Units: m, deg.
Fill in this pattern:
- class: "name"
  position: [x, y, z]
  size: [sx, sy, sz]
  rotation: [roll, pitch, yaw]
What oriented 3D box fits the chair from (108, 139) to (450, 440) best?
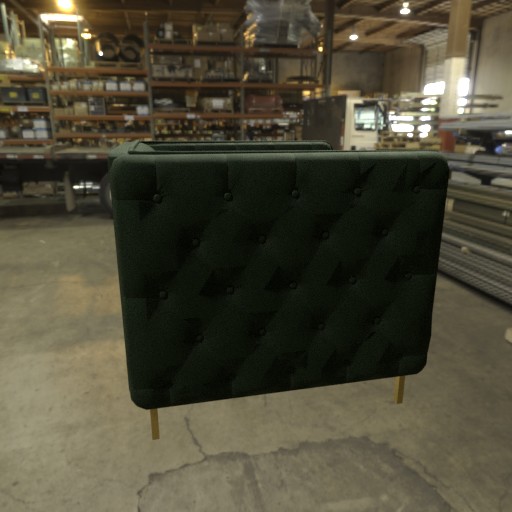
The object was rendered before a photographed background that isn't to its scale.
- class: "chair"
  position: [0.000, 0.000, 1.536]
  size: [0.855, 0.768, 0.917]
  rotation: [-4, 17, -12]
